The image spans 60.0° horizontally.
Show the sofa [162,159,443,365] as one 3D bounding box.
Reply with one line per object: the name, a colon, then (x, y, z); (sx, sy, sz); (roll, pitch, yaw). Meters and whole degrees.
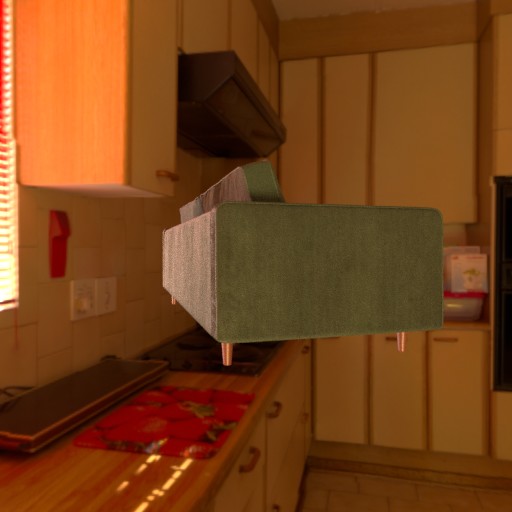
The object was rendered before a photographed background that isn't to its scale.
sofa: (0.000, 0.000, 2.631); (0.918, 0.769, 2.199); (0, 1, -16)
